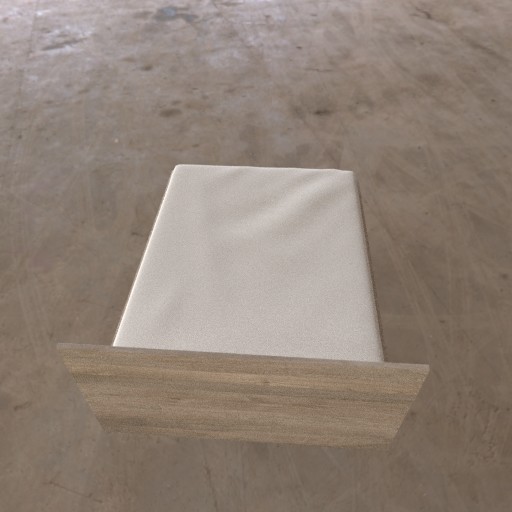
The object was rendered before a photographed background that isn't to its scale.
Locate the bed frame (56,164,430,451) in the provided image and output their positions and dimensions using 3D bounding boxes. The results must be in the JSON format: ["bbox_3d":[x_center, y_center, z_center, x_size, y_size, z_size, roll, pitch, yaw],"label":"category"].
[{"bbox_3d":[0.000,0.000,2.728,1.490,0.800,1.950,3,45,3],"label":"bed frame"}]
